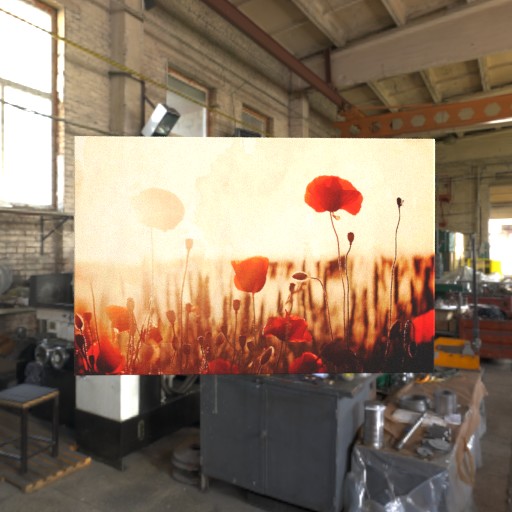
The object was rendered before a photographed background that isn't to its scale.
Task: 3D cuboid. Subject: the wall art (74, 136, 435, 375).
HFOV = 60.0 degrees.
[{"bbox_3d":[0.000,0.000,0.487,0.383,0.251,0.037,0,0,-2],"label":"wall art"}]
